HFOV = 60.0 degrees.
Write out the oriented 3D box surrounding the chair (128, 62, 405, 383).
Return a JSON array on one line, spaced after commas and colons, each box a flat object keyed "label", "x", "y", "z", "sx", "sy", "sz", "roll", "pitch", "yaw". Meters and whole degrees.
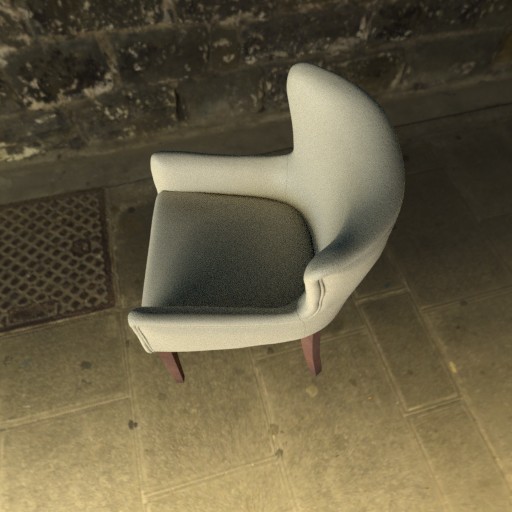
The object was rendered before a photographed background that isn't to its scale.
[{"label": "chair", "x": 0.000, "y": 0.000, "z": 1.419, "sx": 0.686, "sy": 0.952, "sz": 0.660, "roll": -1, "pitch": 59, "yaw": 0}]
